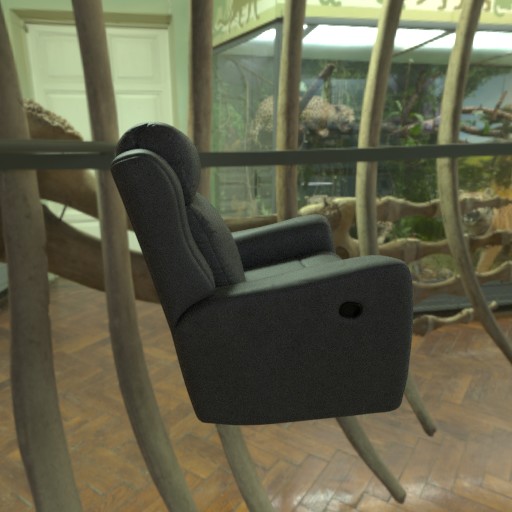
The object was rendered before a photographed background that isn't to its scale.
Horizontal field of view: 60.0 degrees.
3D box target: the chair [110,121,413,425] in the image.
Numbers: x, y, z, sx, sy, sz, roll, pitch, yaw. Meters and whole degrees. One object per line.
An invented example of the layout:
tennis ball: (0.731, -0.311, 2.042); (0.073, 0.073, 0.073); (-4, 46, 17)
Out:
chair: (0.000, 0.000, 1.949); (1.068, 1.116, 0.965); (-3, 16, -10)
